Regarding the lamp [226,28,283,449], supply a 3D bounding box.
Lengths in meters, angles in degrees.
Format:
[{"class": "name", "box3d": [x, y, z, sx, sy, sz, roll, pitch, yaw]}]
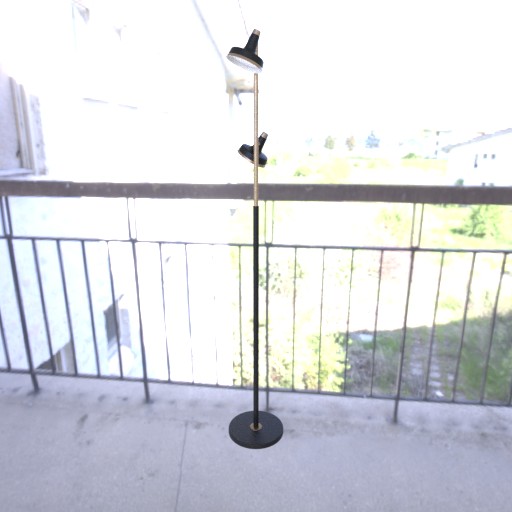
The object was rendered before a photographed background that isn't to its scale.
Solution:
[{"class": "lamp", "box3d": [0.000, 0.000, 1.828, 0.253, 1.674, 0.351, 2, 15, 8]}]
